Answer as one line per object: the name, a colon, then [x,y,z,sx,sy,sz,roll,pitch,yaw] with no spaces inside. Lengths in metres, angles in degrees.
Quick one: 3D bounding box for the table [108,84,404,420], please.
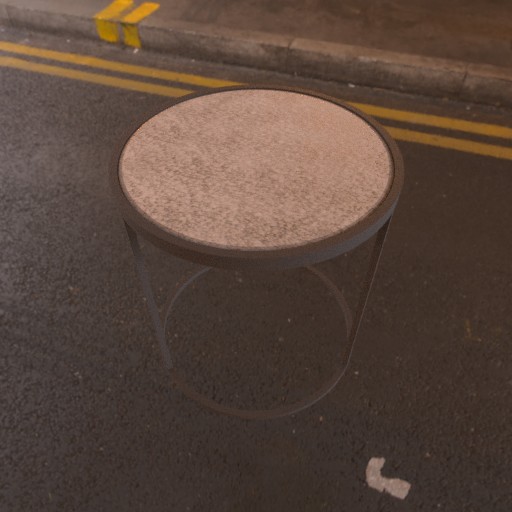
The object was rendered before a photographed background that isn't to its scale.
table: [0.000,0.000,0.902,0.470,0.498,0.470,0,47,0]
